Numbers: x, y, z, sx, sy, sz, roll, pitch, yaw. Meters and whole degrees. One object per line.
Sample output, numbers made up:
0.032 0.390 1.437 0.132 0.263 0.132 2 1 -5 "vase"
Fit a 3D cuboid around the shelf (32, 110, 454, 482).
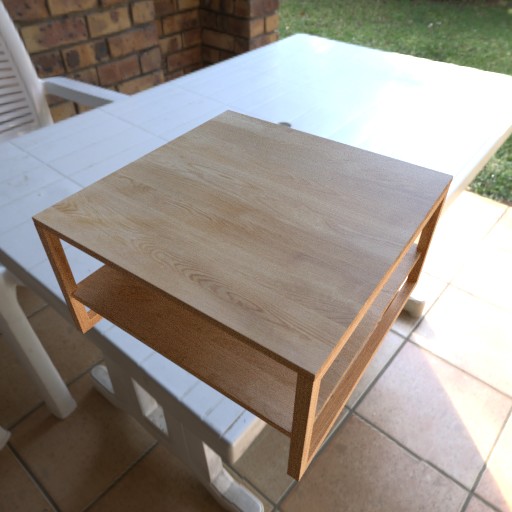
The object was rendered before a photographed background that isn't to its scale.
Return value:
0.000 0.000 1.474 0.899 0.480 0.899 25 47 26 "shelf"
